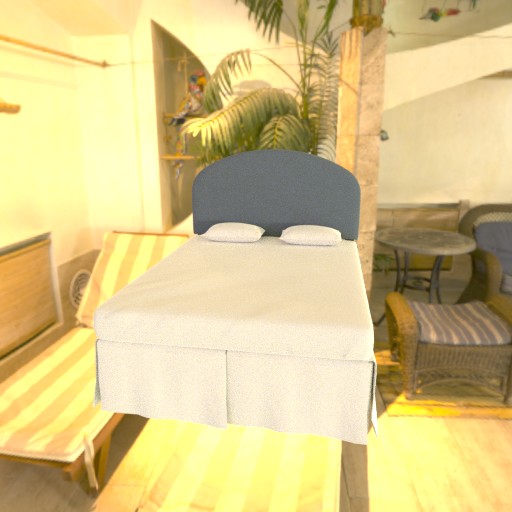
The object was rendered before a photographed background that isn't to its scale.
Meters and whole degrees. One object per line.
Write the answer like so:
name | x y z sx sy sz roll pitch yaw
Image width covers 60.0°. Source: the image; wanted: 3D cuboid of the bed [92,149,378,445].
bed | 0.000 0.000 3.147 1.607 1.410 2.005 3 16 9
